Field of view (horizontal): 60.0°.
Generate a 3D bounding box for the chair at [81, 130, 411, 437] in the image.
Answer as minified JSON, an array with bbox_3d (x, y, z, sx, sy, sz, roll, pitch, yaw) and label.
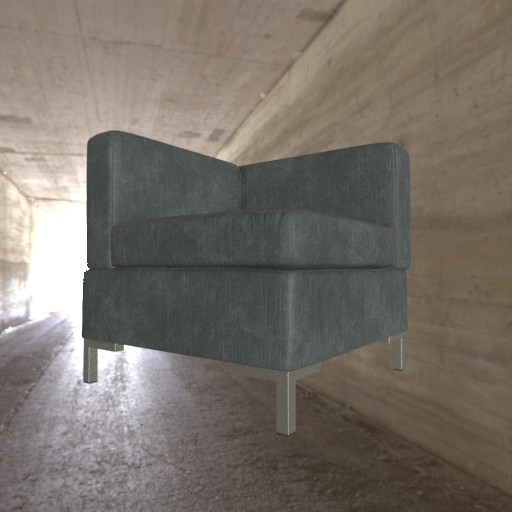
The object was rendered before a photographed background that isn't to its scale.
[{"bbox_3d":[0.000,0.000,1.225,0.680,0.660,0.680,-1,-2,36],"label":"chair"}]
